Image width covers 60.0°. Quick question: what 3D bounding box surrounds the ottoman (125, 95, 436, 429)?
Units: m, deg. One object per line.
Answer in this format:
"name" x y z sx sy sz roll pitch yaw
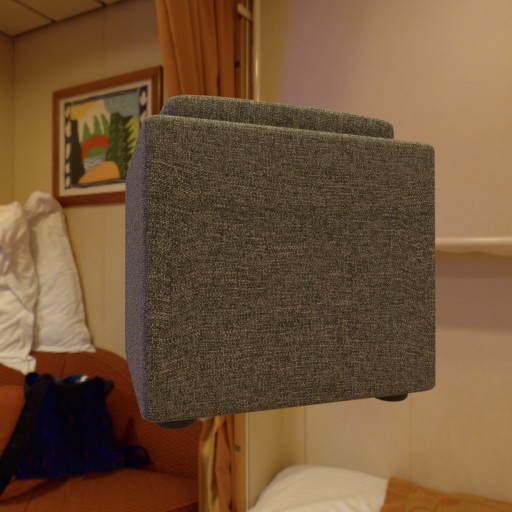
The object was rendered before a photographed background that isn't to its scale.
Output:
"ottoman" 0.000 0.000 0.825 0.450 0.460 0.450 0 -1 -19
